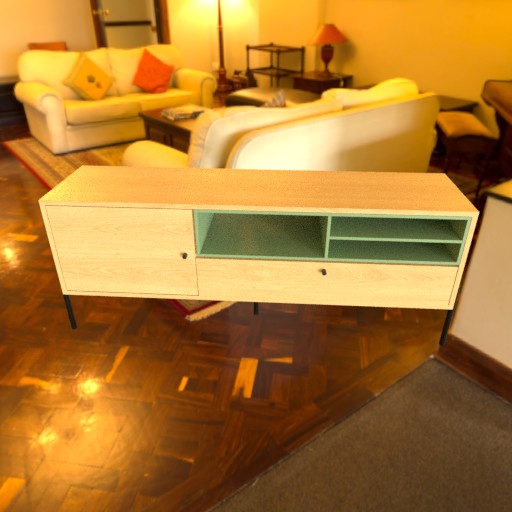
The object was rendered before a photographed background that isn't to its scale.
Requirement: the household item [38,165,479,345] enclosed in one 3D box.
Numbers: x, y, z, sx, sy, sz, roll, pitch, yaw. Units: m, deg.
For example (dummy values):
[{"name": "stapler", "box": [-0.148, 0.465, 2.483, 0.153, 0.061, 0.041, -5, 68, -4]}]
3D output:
[{"name": "household item", "box": [0.000, 0.000, 1.816, 1.550, 0.600, 0.400, 2, 30, 3]}]
